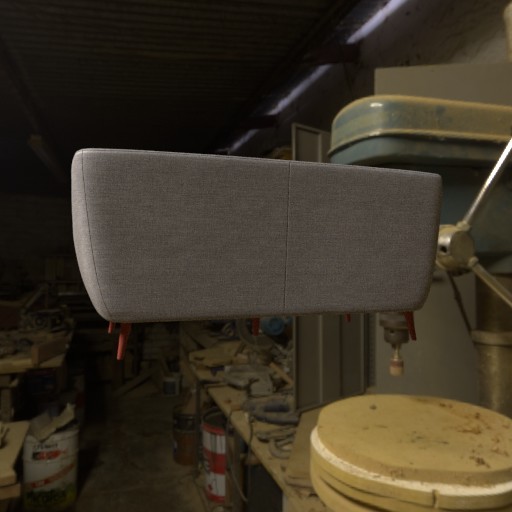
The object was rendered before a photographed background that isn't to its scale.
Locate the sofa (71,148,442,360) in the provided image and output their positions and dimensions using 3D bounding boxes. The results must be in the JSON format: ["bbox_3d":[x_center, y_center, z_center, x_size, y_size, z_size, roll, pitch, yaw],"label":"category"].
[{"bbox_3d":[0.000,0.000,2.484,1.930,0.897,0.976,0,-1,-18],"label":"sofa"}]
